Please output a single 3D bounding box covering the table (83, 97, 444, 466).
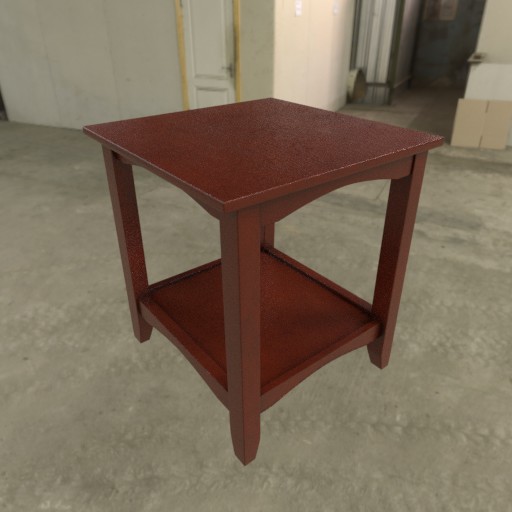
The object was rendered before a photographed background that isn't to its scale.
[{"bbox_3d":[0.000,0.000,0.999,0.522,0.558,0.523,-20,35,-31],"label":"table"}]
